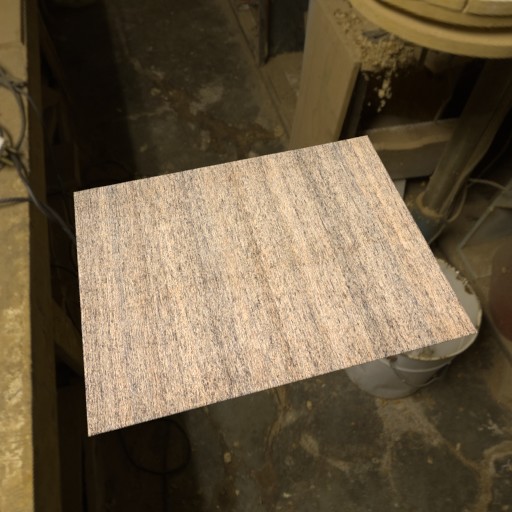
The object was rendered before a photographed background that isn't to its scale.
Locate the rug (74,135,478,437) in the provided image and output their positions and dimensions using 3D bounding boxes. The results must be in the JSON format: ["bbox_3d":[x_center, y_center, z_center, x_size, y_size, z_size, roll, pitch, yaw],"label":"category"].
[{"bbox_3d":[0.000,0.000,4.110,3.199,0.036,2.414,-13,59,-8],"label":"rug"}]
